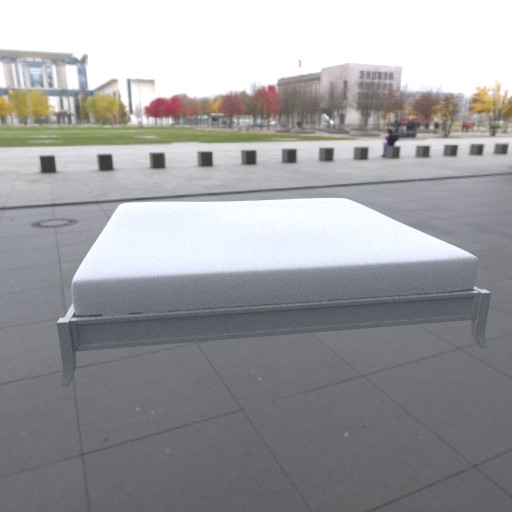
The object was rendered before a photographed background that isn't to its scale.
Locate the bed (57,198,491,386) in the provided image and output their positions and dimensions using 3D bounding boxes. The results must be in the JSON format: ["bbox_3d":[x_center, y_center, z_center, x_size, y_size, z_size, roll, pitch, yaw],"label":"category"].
[{"bbox_3d":[0.000,0.000,3.020,2.108,0.510,2.007,-3,17,-9],"label":"bed"}]
